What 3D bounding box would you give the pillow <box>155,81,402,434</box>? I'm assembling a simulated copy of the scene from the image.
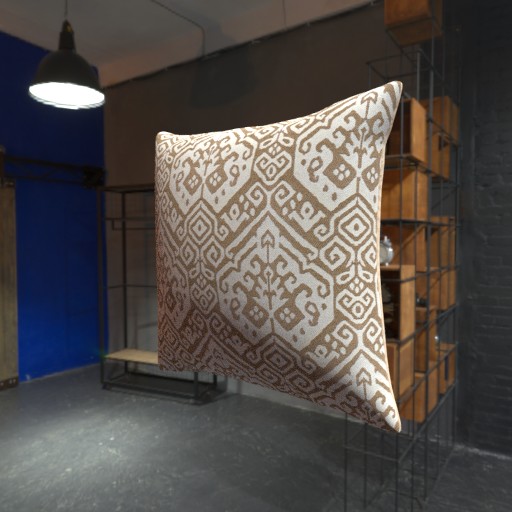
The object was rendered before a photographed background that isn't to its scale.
[{"bbox_3d":[0.000,0.000,0.635,0.419,0.407,0.173,2,3,37],"label":"pillow"}]
